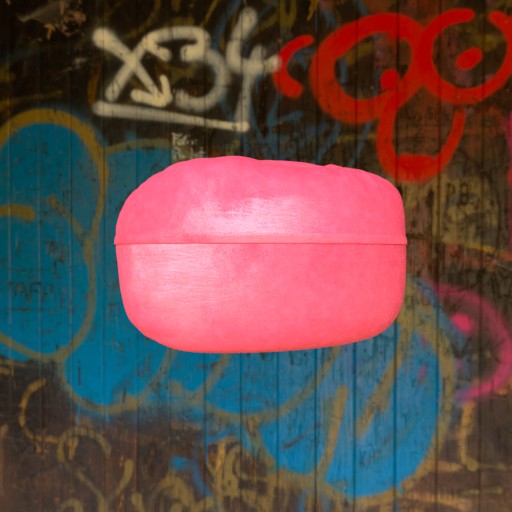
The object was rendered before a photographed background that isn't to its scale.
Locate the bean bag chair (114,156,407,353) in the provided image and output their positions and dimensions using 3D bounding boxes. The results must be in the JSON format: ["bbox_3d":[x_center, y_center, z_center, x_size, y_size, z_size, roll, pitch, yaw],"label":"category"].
[{"bbox_3d":[0.000,0.000,2.500,1.524,0.878,1.524,0,1,-18],"label":"bean bag chair"}]
